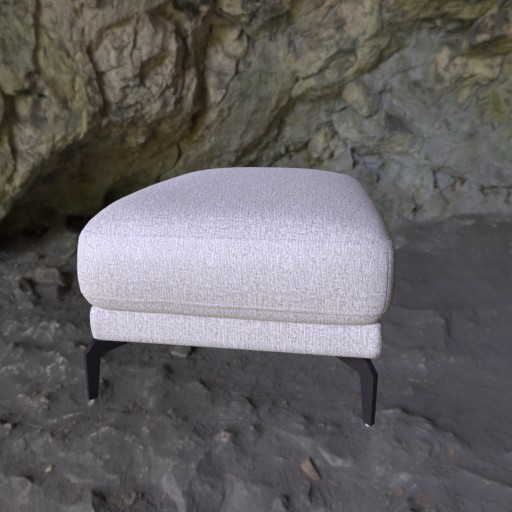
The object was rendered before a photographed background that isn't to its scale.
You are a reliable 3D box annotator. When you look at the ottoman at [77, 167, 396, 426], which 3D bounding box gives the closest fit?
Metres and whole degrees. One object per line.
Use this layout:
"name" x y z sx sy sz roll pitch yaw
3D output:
"ottoman" 0.000 0.000 1.099 0.568 0.420 0.772 2 16 8
